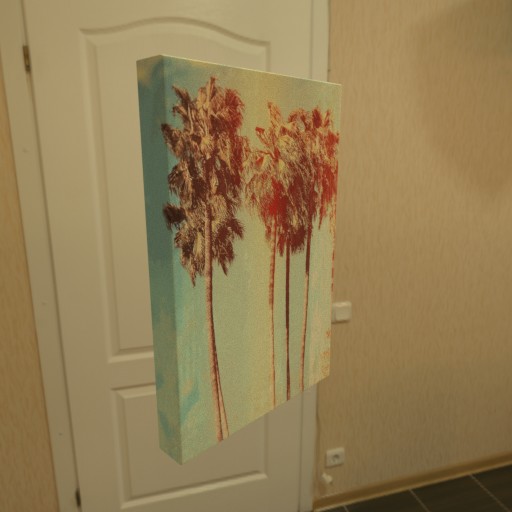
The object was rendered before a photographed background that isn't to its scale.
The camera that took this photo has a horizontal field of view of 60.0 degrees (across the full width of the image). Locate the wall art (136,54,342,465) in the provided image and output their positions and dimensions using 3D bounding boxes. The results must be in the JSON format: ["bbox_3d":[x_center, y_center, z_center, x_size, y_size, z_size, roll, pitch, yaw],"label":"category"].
[{"bbox_3d":[0.000,0.000,0.494,0.039,0.380,0.251,13,19,43],"label":"wall art"}]
